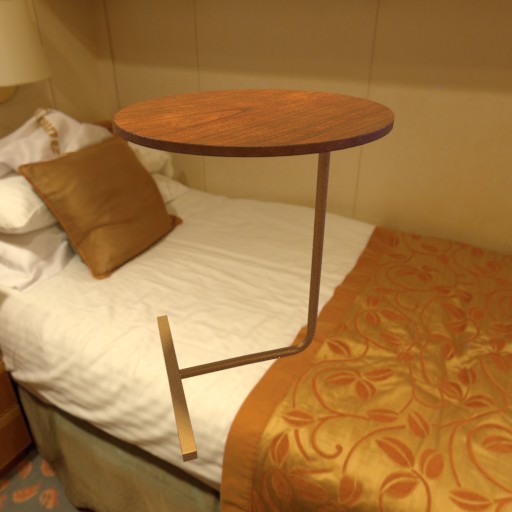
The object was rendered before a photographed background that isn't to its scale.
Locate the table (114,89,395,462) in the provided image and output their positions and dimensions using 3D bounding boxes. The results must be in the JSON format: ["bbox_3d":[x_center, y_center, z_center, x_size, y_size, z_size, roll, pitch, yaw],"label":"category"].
[{"bbox_3d":[0.000,0.000,1.109,0.577,0.706,0.530,-9,31,-15],"label":"table"}]
